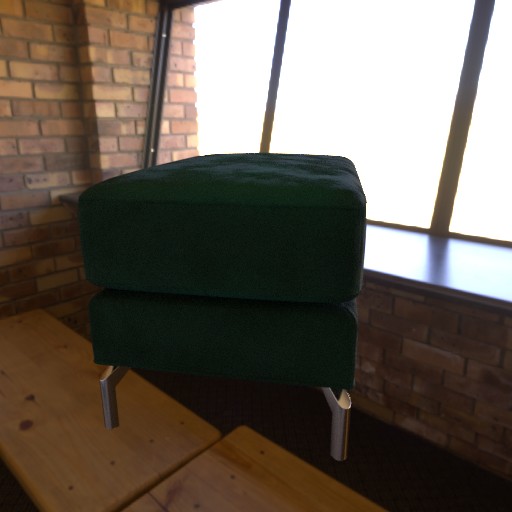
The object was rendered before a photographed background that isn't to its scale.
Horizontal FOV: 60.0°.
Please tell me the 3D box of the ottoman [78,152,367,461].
[{"bbox_3d":[0.000,0.000,1.226,0.536,0.533,0.886,3,17,10],"label":"ottoman"}]
